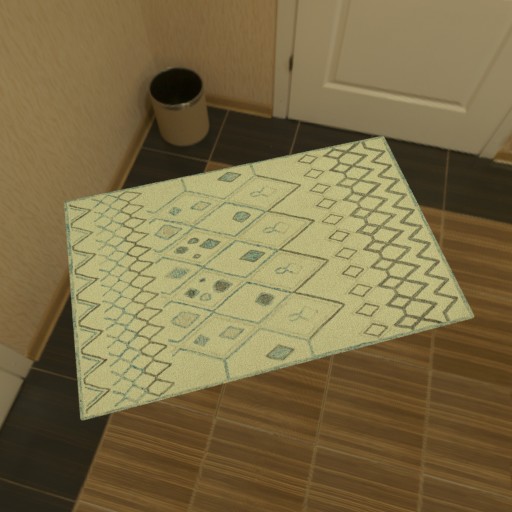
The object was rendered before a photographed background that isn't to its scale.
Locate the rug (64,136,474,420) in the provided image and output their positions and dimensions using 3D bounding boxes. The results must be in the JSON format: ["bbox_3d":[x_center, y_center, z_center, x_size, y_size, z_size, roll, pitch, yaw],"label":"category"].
[{"bbox_3d":[0.000,0.000,2.972,2.439,0.015,1.524,-13,64,-6],"label":"rug"}]
